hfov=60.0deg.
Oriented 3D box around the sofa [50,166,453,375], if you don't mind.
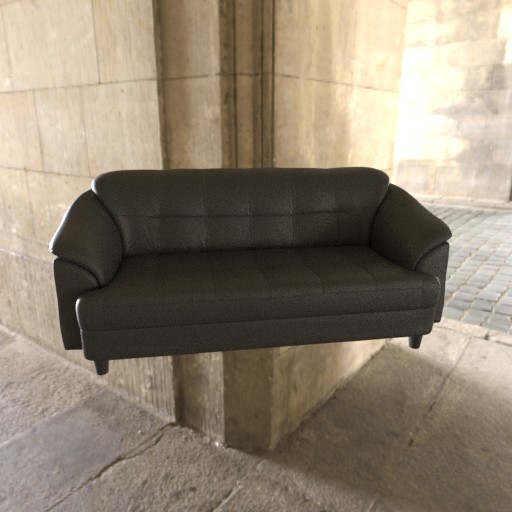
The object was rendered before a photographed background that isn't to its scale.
[{"bbox_3d":[0.000,0.000,2.236,1.829,0.811,0.800,-3,17,-9],"label":"sofa"}]
